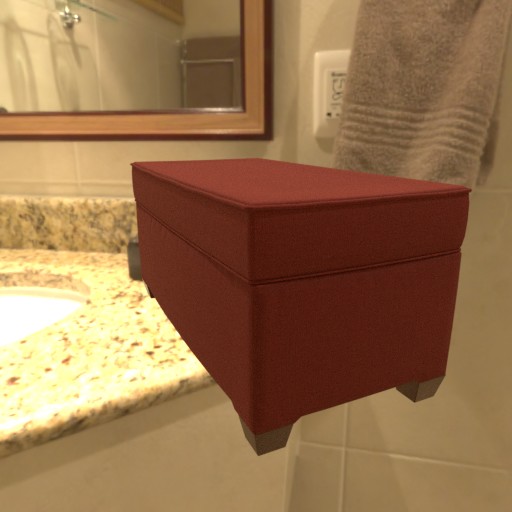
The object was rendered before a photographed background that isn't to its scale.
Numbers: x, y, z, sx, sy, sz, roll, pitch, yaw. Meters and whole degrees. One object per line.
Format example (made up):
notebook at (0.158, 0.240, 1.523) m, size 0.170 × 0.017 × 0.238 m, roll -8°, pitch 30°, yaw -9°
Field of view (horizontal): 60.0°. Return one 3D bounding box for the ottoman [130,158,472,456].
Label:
ottoman at (0.000, 0.000, 1.196) m, size 0.497 × 0.454 × 0.948 m, roll -8°, pitch 18°, yaw -25°
